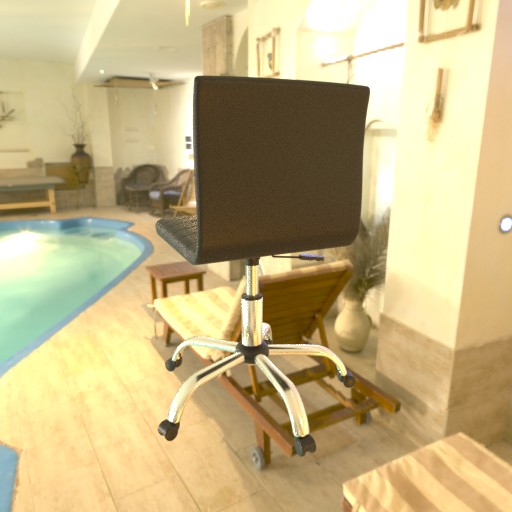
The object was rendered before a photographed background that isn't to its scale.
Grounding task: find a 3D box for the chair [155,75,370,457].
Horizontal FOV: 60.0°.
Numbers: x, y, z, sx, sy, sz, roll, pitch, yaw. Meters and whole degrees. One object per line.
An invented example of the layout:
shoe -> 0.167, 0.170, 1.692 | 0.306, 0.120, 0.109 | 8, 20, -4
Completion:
chair -> 0.000, 0.000, 1.089 | 0.556, 0.780, 0.530 | -7, 17, -25
